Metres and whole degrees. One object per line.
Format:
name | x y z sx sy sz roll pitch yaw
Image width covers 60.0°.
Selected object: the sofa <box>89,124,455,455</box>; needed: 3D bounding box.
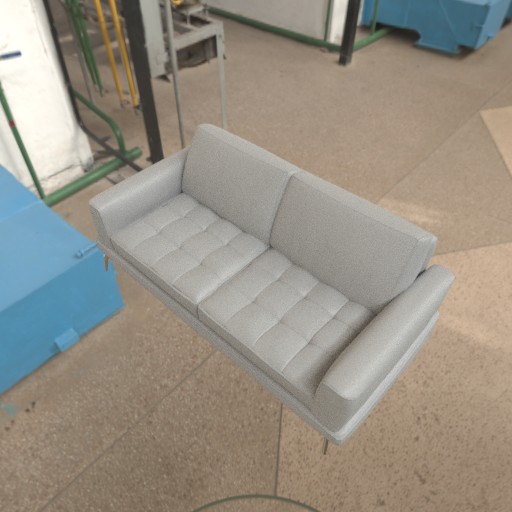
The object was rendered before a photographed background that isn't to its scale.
sofa | 0.000 0.000 2.830 2.177 0.930 1.121 33 54 28
